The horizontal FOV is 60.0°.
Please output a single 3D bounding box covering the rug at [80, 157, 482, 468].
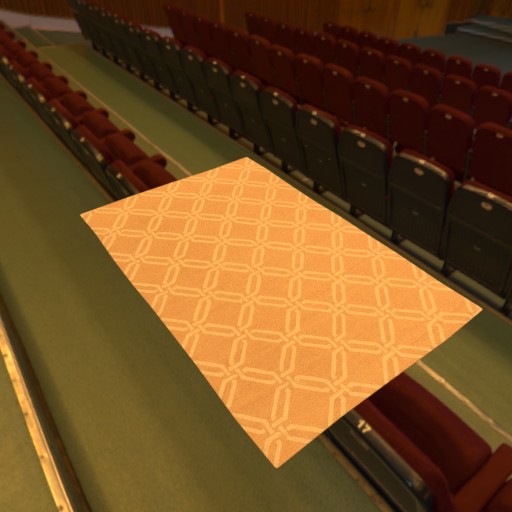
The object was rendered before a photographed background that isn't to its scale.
[{"bbox_3d":[0.000,0.000,2.170,1.146,0.010,1.745,-26,46,-27],"label":"rug"}]
